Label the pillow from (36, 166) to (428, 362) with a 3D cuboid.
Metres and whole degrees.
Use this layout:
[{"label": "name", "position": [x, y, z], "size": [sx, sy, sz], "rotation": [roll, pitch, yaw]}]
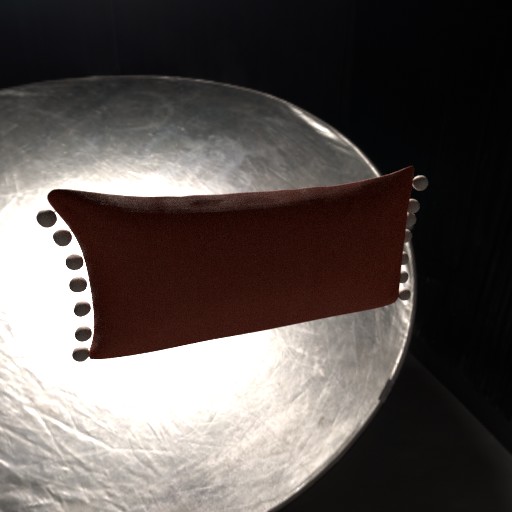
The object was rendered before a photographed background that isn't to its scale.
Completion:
[{"label": "pillow", "position": [0.000, 0.000, 0.834], "size": [0.709, 0.322, 0.201], "rotation": [-8, 26, -16]}]
